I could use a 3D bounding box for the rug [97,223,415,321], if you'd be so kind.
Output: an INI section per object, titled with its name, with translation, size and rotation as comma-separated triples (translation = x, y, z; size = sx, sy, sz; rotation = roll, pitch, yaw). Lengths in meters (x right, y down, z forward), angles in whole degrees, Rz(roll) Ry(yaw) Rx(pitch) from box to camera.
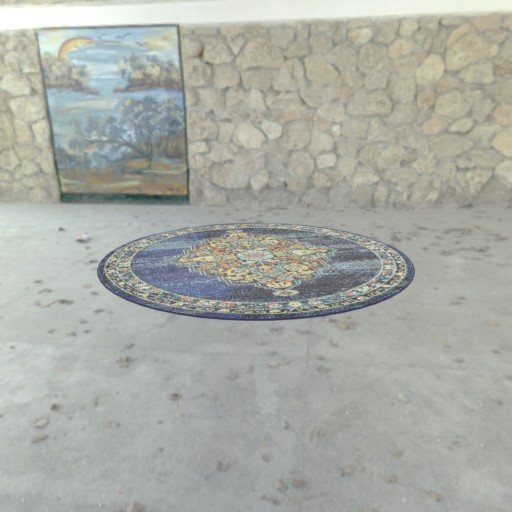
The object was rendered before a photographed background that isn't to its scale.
[rug]
translation = 0.000, 0.000, 3.515
size = 2.386, 0.014, 2.386
rotation = 0, 17, 0
